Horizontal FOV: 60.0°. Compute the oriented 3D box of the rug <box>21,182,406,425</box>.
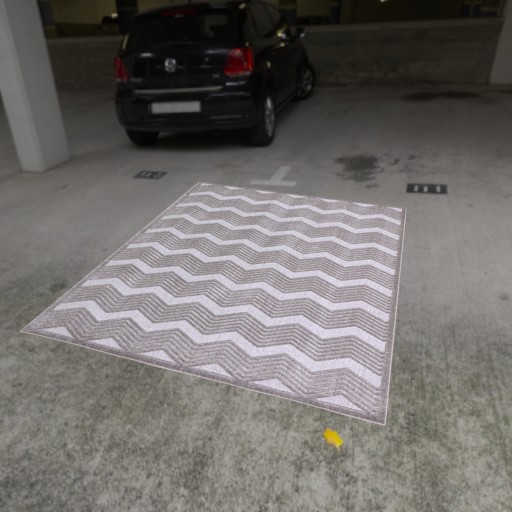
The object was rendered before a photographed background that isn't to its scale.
[{"bbox_3d":[0.000,0.000,3.830,2.391,0.005,2.880,10,32,16],"label":"rug"}]
